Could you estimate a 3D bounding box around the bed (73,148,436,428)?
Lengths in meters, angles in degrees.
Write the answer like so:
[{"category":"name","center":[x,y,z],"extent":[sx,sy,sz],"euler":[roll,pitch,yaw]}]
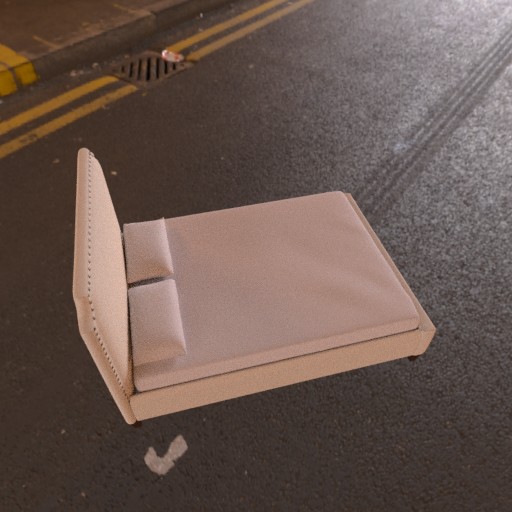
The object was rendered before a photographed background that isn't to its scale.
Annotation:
[{"category":"bed","center":[0.000,0.000,3.477],"extent":[2.372,1.443,1.712],"euler":[-11,48,-10]}]
